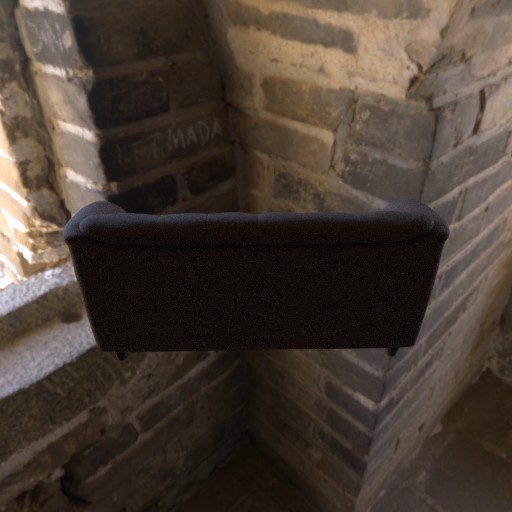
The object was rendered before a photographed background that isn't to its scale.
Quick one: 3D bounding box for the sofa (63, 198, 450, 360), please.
[{"bbox_3d":[0.000,0.000,2.332,1.849,0.790,0.887,-1,31,-1],"label":"sofa"}]
